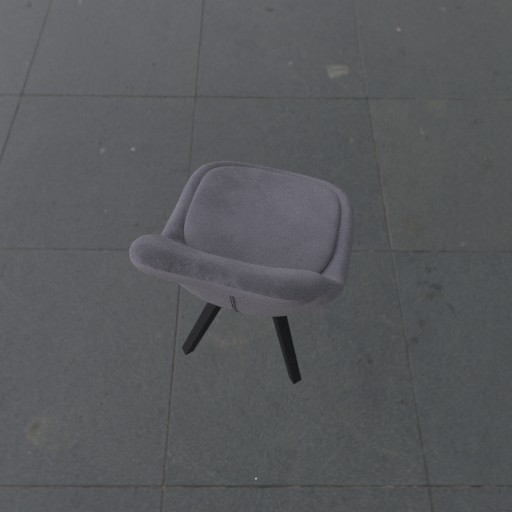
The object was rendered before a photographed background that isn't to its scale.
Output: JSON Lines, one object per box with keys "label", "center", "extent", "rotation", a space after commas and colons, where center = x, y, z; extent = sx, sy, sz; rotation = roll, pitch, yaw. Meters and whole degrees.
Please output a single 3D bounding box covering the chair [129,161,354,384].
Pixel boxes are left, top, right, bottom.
{"label": "chair", "center": [0.000, 0.000, 1.203], "extent": [0.485, 0.850, 0.550], "rotation": [13, 64, 7]}
